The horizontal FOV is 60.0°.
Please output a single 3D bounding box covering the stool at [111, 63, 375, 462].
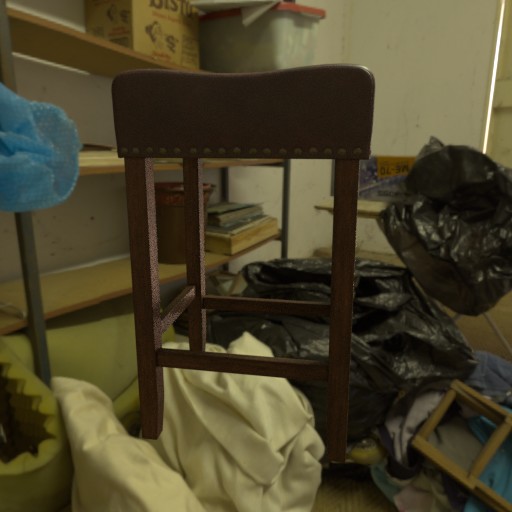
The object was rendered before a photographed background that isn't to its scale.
[{"bbox_3d":[0.000,0.000,1.029,0.465,0.769,0.401,3,15,10],"label":"stool"}]
